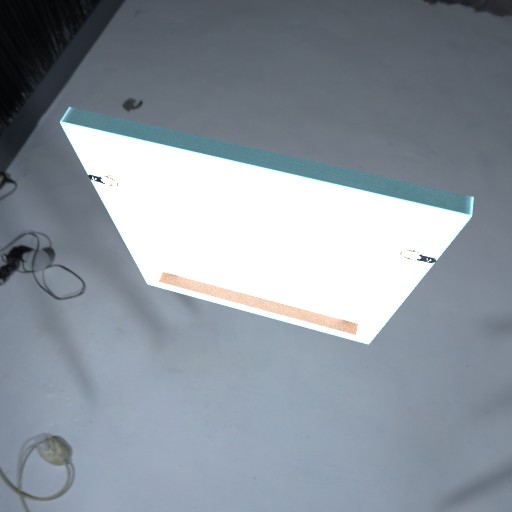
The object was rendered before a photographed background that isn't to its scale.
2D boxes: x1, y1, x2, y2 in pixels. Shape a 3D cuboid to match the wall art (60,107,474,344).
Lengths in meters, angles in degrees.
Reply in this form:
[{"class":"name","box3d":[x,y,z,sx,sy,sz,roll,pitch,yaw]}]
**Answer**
[{"class":"wall art","box3d":[0.000,0.000,1.593,1.071,1.073,0.070,14,64,7]}]
